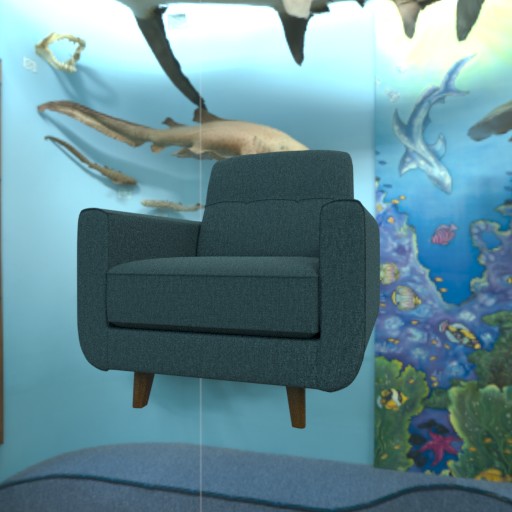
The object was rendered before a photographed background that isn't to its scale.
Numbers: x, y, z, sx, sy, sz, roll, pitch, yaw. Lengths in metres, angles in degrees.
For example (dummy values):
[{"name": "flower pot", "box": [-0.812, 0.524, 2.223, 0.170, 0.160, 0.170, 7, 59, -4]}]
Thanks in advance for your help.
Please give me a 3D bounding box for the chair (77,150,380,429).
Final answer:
[{"name": "chair", "box": [0.000, 0.000, 1.689, 0.880, 0.940, 0.964, 0, 0, 18]}]
